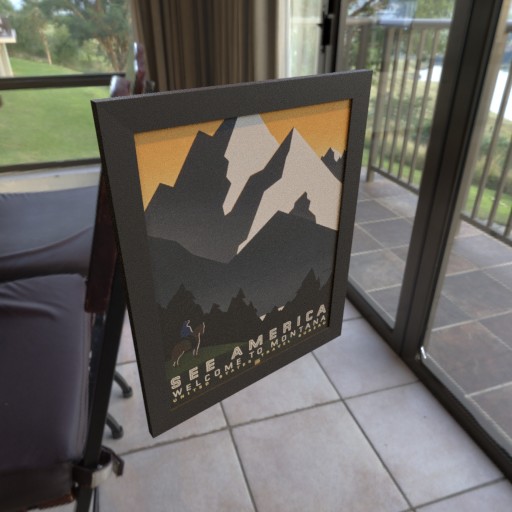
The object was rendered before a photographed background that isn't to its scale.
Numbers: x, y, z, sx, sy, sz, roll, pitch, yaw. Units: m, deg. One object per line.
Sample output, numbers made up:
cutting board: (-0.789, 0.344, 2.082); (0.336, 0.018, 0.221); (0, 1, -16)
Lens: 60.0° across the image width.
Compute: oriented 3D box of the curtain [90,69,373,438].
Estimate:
curtain: (0.000, 0.000, 0.792); (0.483, 0.585, 0.027); (-20, 35, -31)
